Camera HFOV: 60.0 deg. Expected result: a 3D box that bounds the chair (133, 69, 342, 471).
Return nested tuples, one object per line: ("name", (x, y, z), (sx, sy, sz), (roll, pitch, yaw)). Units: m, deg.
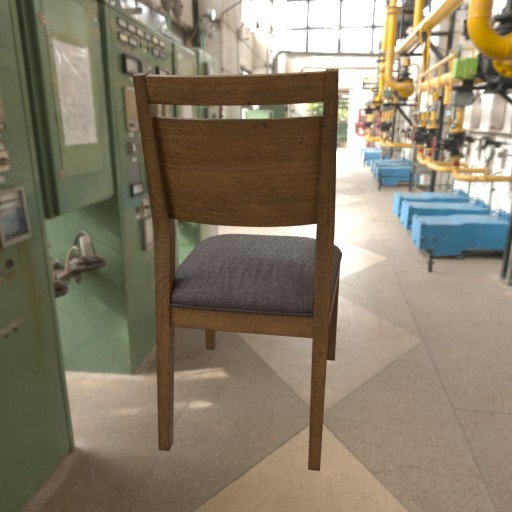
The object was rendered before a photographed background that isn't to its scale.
("chair", (0.000, 0.000, 1.282), (0.501, 0.939, 0.610), (3, 17, 10))
